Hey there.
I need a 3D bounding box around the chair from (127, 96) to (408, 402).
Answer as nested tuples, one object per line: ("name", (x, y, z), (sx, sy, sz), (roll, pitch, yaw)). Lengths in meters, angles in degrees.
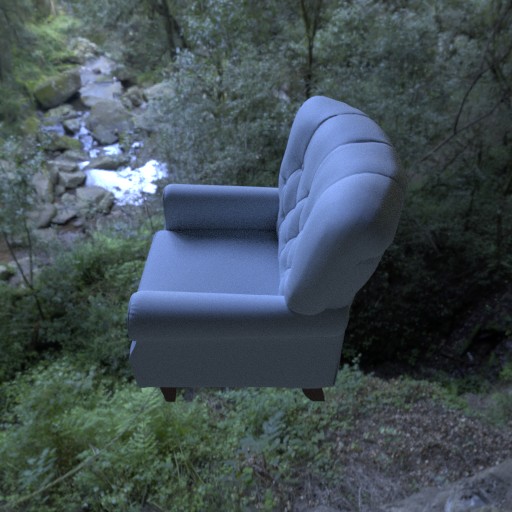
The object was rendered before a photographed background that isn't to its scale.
("chair", (0.000, 0.000, 2.090), (1.128, 1.217, 1.090), (0, 41, 0))
